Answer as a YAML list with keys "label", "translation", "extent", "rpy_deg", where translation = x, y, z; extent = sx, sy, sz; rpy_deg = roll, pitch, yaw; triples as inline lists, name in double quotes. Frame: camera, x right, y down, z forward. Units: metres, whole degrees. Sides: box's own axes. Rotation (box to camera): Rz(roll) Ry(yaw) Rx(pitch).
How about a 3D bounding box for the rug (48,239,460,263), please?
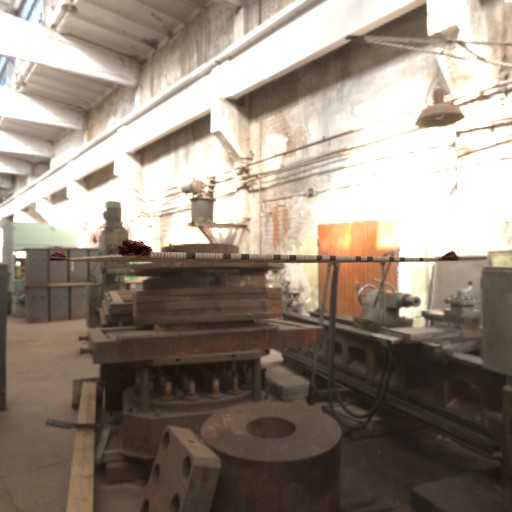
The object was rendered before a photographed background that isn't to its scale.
- label: "rug"
  translation: [0.000, 0.000, 2.639]
  extent: [2.069, 0.067, 1.444]
  rpy_deg: [1, -2, -36]
